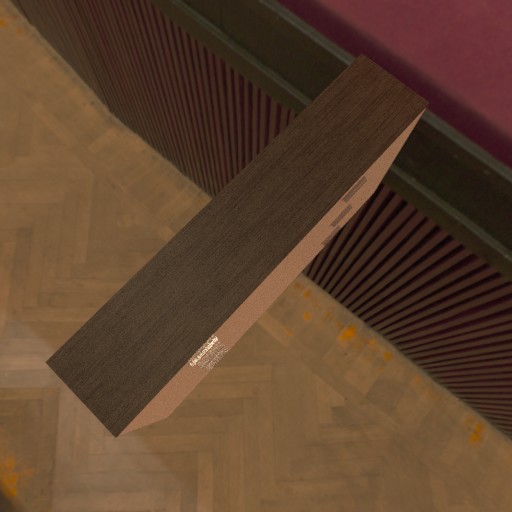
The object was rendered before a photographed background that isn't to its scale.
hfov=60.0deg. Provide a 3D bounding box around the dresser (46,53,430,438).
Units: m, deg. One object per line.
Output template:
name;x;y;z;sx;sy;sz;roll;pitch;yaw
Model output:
dresser;0.000;0.000;1.856;0.333;0.790;1.535;41;78;11
